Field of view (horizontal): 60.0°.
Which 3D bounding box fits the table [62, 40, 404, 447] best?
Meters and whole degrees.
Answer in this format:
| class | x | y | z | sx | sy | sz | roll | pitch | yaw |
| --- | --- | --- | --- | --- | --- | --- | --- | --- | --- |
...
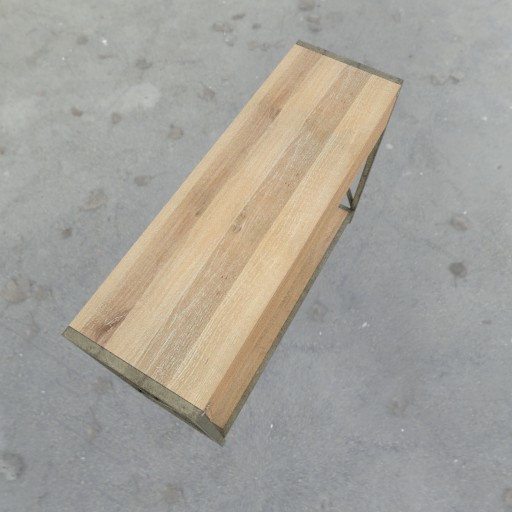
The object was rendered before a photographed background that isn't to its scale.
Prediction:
| class | x | y | z | sx | sy | sz | roll | pitch | yaw |
| --- | --- | --- | --- | --- | --- | --- | --- | --- | --- |
| table | 0.000 | 0.000 | 1.433 | 0.361 | 0.763 | 1.059 | 28 | 67 | 13 |
